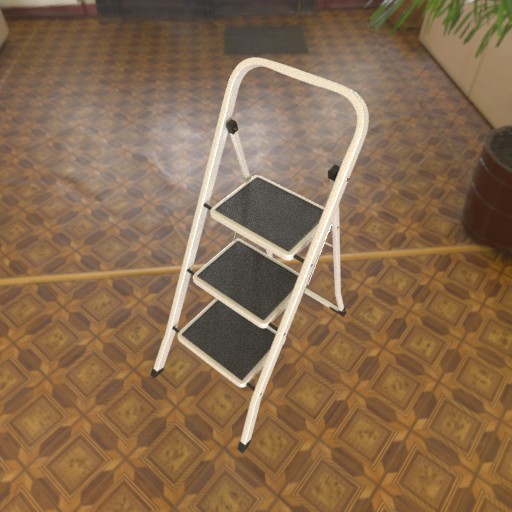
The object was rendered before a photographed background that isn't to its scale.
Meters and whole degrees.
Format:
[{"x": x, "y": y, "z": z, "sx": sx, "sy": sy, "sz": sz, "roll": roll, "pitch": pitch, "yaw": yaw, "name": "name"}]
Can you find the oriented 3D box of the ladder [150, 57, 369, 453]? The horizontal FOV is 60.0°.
[{"x": 0.000, "y": 0.000, "z": 1.385, "sx": 0.460, "sy": 1.050, "sz": 0.711, "roll": 31, "pitch": 55, "yaw": 25, "name": "ladder"}]
